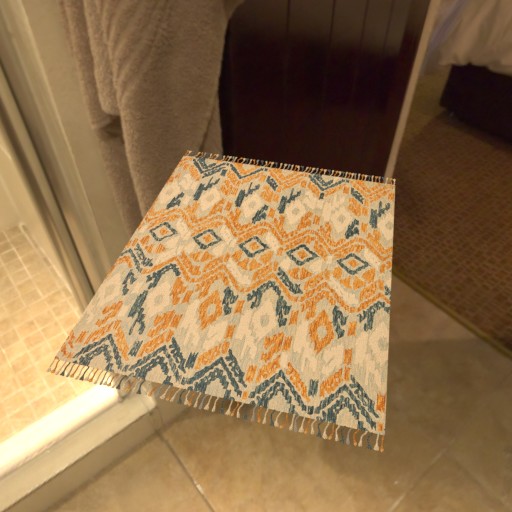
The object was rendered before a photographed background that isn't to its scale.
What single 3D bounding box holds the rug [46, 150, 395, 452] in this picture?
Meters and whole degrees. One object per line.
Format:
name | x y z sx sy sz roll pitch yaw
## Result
rug | 0.000 0.000 4.082 2.439 0.010 3.048 10 47 10
